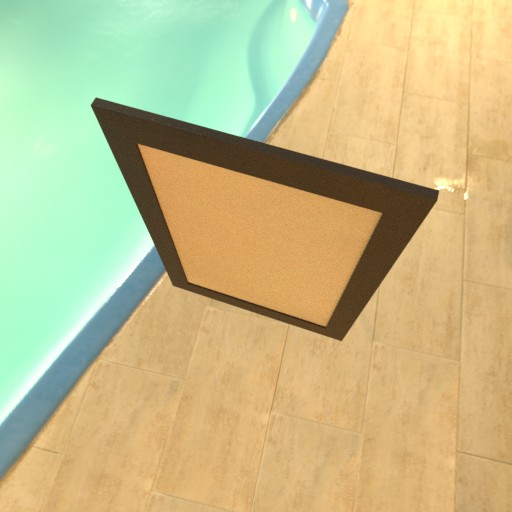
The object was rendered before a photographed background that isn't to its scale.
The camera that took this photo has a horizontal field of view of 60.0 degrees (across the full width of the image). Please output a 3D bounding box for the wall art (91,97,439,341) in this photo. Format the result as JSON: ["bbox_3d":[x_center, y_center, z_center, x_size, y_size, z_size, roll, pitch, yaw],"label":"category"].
[{"bbox_3d":[0.000,0.000,0.666,0.359,0.508,0.013,17,66,8],"label":"wall art"}]
